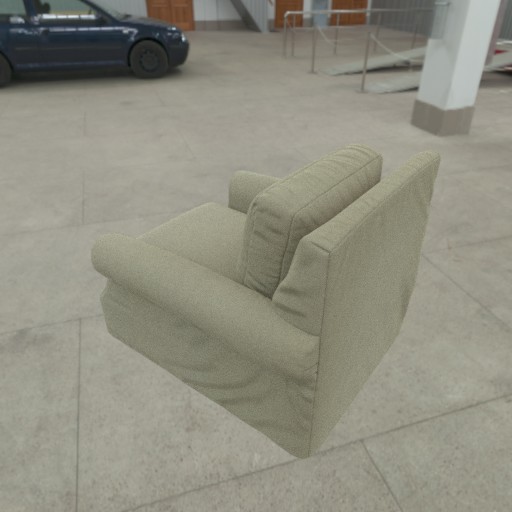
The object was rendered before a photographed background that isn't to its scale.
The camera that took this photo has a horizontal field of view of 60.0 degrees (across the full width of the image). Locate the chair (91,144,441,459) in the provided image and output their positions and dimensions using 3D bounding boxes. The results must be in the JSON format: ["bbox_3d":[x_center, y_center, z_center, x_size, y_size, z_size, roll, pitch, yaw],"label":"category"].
[{"bbox_3d":[0.000,0.000,1.734,1.066,0.866,0.940,22,38,30],"label":"chair"}]
